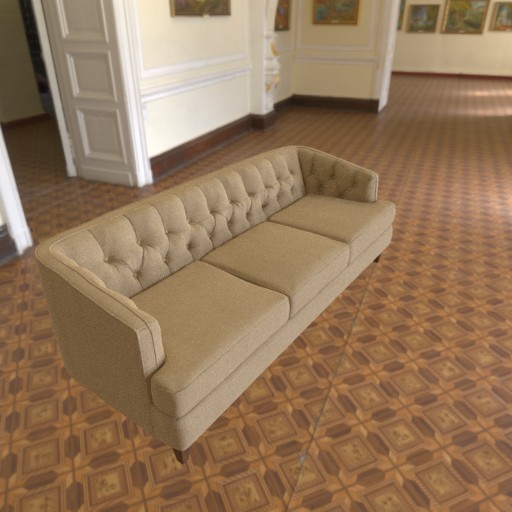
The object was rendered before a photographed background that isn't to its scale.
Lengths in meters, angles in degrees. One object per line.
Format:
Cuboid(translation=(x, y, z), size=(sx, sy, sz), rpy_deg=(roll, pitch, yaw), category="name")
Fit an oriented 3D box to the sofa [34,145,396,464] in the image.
Cuboid(translation=(0.000, 0.000, 2.611), size=(0.913, 0.788, 2.235), rpy_deg=(19, 34, 31), category="sofa")
